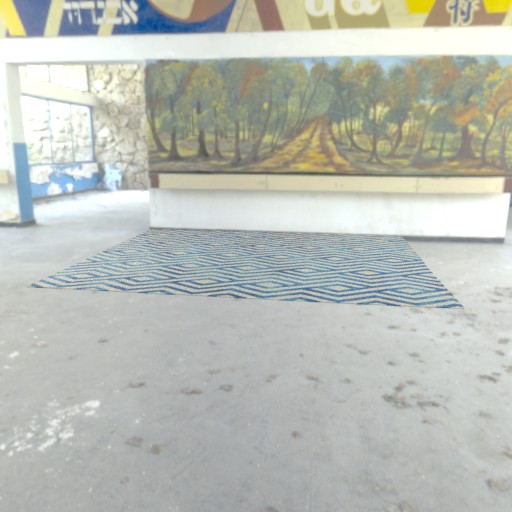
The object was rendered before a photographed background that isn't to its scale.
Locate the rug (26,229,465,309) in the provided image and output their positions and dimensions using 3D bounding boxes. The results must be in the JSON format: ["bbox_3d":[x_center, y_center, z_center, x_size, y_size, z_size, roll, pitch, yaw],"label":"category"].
[{"bbox_3d":[0.000,0.000,4.212,3.059,0.008,2.453,2,14,8],"label":"rug"}]
